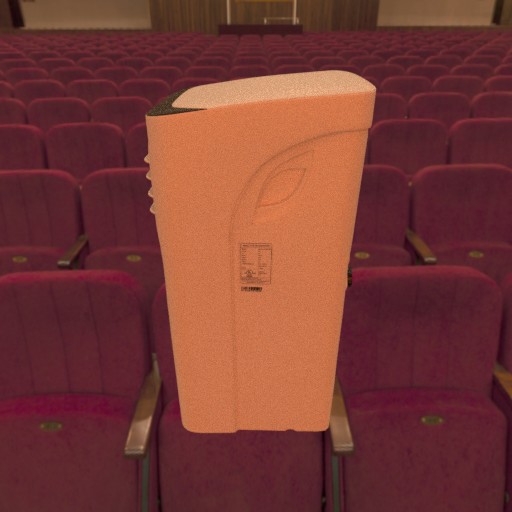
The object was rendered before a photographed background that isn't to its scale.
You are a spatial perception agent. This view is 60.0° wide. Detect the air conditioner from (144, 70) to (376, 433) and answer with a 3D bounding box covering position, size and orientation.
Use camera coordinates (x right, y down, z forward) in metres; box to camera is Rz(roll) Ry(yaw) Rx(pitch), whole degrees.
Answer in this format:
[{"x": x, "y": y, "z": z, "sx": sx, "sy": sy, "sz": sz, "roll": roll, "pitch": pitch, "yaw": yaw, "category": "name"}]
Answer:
[{"x": 0.000, "y": 0.000, "z": 0.935, "sx": 0.369, "sy": 0.716, "sz": 0.352, "roll": 0, "pitch": 27, "yaw": 0, "category": "air conditioner"}]
